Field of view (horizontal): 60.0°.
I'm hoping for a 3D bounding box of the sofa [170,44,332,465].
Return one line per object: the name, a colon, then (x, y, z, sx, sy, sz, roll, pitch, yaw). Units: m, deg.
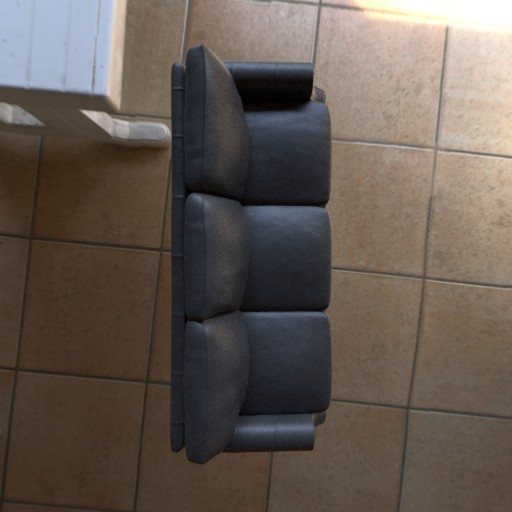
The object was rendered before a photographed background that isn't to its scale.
sofa: (0.000, 0.000, 2.788, 0.974, 0.977, 2.387, 0, 90, -1)
